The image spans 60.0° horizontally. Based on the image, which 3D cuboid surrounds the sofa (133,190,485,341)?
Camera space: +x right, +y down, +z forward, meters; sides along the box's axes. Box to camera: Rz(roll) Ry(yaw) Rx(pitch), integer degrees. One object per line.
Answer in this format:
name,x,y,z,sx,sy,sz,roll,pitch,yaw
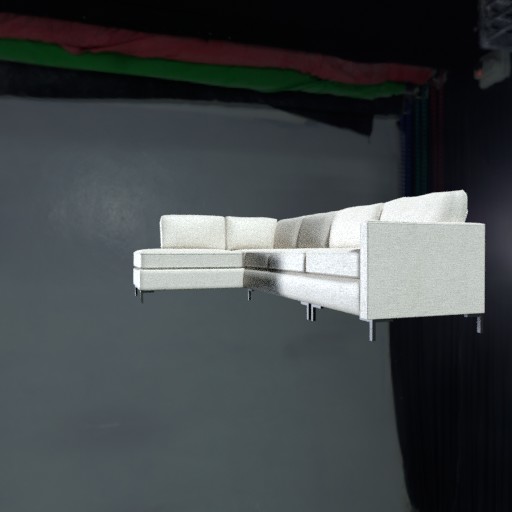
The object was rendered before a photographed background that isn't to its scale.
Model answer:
sofa,0.000,0.000,4.204,2.048,0.996,3.384,0,1,-19
